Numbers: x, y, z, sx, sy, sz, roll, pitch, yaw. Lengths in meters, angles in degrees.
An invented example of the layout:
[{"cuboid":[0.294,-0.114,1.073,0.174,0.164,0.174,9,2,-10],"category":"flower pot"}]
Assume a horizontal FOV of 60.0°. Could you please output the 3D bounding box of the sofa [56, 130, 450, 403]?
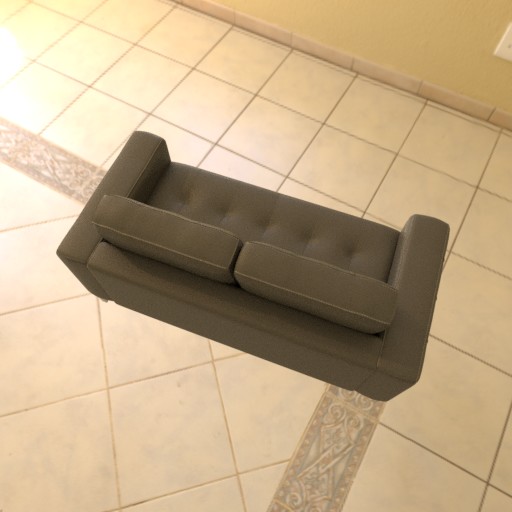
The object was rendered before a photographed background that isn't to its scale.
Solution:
[{"cuboid":[0.000,0.000,2.247,1.726,0.892,0.833,18,65,9],"category":"sofa"}]
